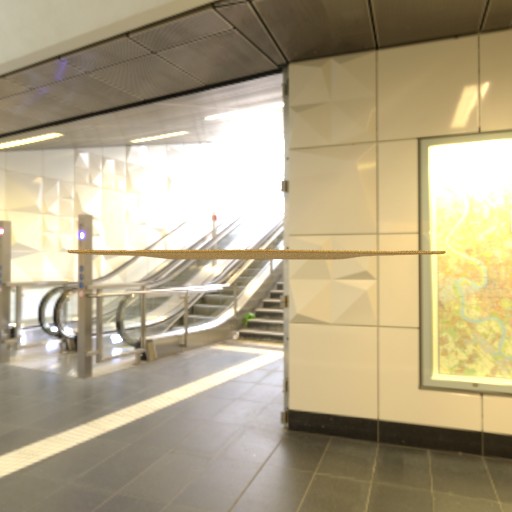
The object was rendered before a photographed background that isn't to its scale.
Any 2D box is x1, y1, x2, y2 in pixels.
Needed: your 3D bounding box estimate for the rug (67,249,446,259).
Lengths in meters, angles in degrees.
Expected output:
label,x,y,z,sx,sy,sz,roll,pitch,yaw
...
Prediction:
label,x,y,z,sx,sy,sz,roll,pitch,yaw
rug,0.000,0.000,2.279,1.179,0.022,1.820,0,-1,0
